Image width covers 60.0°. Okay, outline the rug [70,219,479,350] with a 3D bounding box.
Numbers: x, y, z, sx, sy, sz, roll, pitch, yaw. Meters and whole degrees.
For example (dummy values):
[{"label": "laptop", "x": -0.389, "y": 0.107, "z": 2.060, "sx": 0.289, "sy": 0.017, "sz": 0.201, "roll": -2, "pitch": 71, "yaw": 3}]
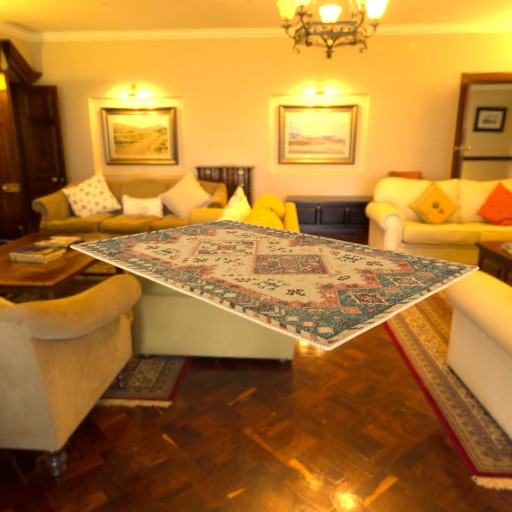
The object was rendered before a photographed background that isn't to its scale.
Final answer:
[{"label": "rug", "x": 0.000, "y": 0.000, "z": 2.347, "sx": 1.225, "sy": 0.015, "sz": 1.840, "roll": -14, "pitch": 21, "yaw": -43}]
